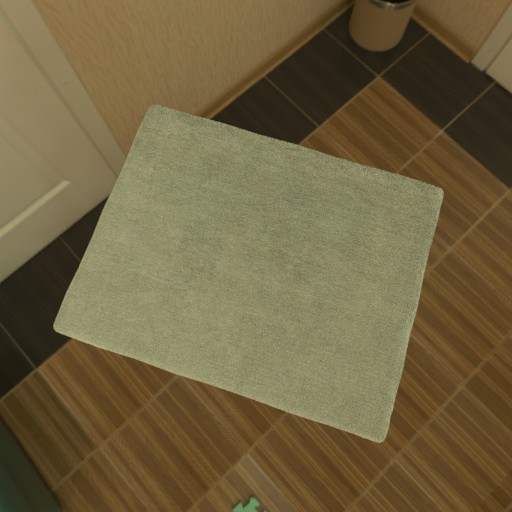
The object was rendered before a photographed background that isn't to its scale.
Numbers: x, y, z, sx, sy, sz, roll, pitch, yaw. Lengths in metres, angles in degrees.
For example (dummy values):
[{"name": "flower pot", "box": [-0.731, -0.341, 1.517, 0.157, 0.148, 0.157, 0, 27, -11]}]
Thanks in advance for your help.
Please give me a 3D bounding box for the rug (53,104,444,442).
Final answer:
[{"name": "rug", "box": [0.000, 0.000, 3.924, 2.933, 0.027, 2.332, 17, 76, 5]}]
